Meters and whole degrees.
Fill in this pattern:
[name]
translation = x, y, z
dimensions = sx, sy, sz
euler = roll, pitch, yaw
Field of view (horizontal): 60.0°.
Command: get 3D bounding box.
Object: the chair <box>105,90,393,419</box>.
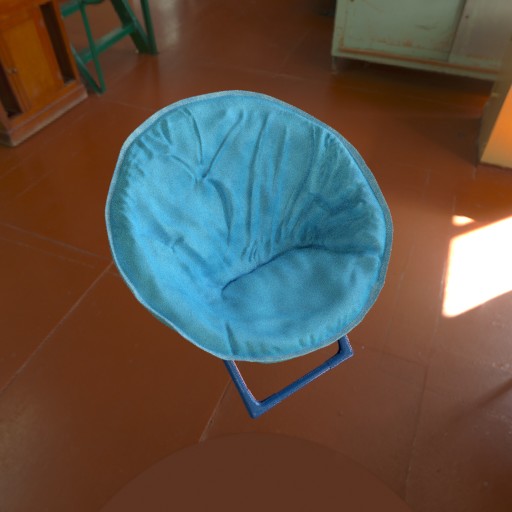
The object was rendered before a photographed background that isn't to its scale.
[chair]
translation = 0.000, 0.000, 0.885
dimensions = 0.520, 0.478, 0.465
euler = -26, 52, -22
